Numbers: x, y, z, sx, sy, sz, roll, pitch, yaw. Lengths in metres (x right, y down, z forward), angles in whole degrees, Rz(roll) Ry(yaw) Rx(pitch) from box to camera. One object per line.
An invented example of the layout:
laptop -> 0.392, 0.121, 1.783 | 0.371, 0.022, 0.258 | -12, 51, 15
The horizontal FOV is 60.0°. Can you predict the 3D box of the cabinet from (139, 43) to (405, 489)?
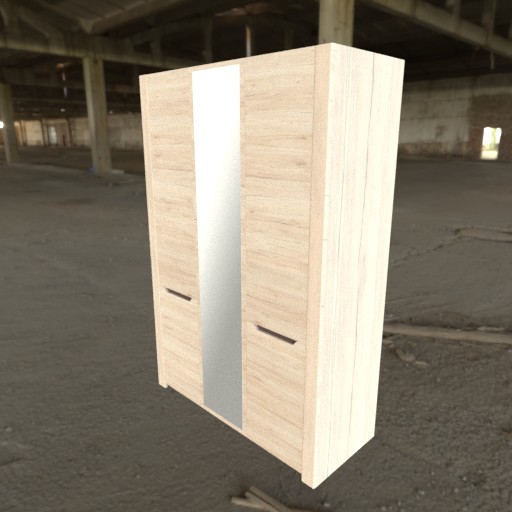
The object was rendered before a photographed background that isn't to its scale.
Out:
cabinet -> 0.000, 0.000, 2.638 | 1.400, 2.070, 0.580 | 15, 21, 43
